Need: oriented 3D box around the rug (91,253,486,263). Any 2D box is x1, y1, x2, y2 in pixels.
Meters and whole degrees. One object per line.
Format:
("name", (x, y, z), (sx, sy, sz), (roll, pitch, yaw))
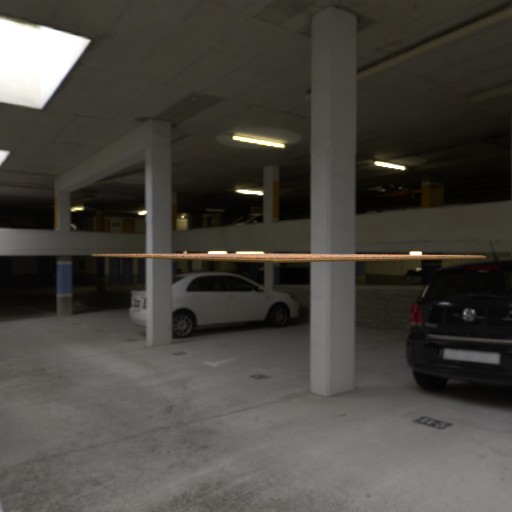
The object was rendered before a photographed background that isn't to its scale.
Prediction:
("rug", (0.000, 0.000, 2.255), (1.148, 0.013, 1.758), (0, 1, -36))
